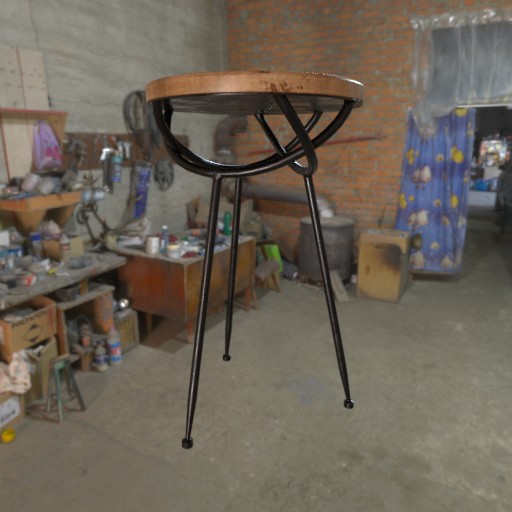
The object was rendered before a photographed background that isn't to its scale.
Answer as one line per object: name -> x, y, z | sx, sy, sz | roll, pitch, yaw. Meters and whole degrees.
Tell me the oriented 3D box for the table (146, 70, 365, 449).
table -> 0.000, 0.000, 0.933 | 0.414, 0.664, 0.418 | -2, 14, -8
